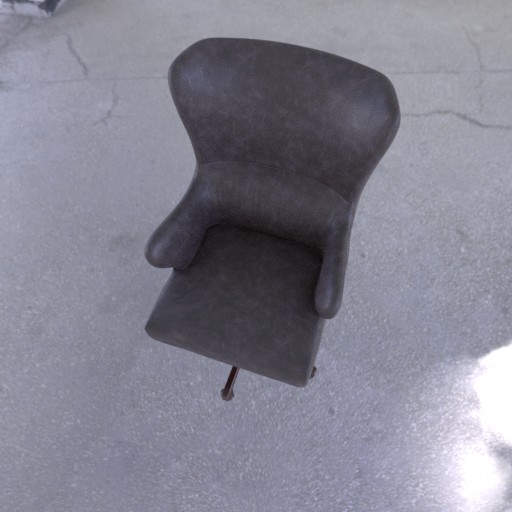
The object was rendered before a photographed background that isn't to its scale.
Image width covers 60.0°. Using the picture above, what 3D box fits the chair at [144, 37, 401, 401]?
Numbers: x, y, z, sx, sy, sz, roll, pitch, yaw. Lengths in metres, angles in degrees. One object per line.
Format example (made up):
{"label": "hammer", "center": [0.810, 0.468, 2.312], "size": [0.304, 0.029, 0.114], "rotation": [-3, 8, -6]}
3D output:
{"label": "chair", "center": [0.000, 0.000, 1.409], "size": [0.594, 1.037, 0.717], "rotation": [16, 60, 9]}
